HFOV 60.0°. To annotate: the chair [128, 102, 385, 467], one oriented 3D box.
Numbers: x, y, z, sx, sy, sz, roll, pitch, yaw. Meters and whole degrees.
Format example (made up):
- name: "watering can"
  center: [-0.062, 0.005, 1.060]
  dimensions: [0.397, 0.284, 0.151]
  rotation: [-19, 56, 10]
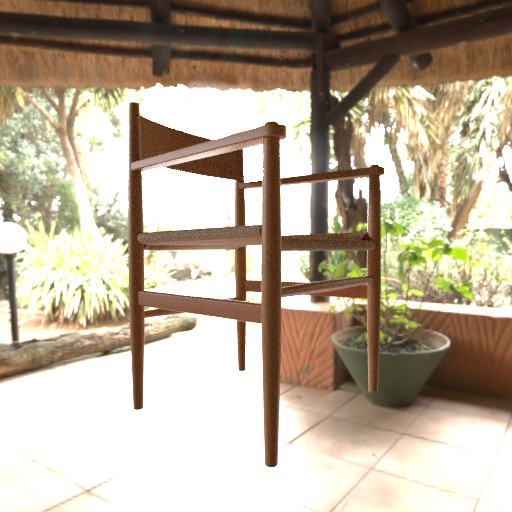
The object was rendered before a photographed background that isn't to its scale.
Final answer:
- name: "chair"
  center: [0.000, 0.000, 1.151]
  dimensions: [0.495, 0.762, 0.556]
  rotation: [1, 1, 36]
